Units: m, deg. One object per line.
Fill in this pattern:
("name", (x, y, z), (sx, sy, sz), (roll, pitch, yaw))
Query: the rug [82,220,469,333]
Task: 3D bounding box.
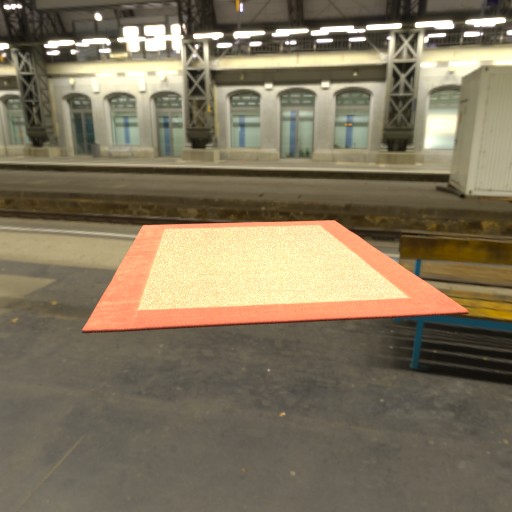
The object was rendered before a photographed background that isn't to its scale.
("rug", (0.000, 0.000, 4.139), (2.430, 0.018, 2.976), (-2, 16, -7))
